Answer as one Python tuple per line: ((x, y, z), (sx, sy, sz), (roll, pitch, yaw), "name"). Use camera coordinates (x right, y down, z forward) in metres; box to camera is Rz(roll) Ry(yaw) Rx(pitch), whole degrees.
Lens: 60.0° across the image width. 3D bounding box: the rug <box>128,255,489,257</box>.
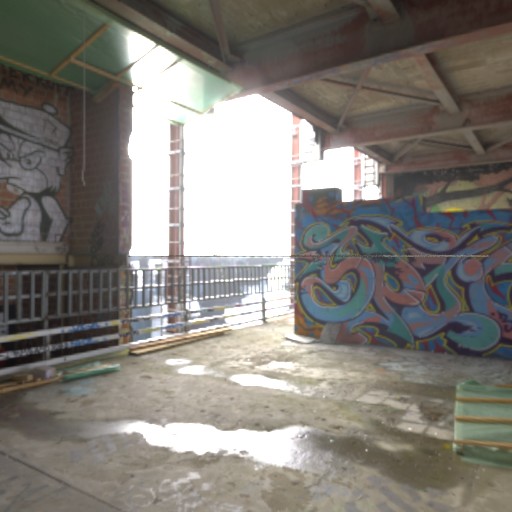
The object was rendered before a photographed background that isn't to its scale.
((0.000, 0.000, 2.568), (0.686, 0.013, 2.340), (0, 0, -36), "rug")
